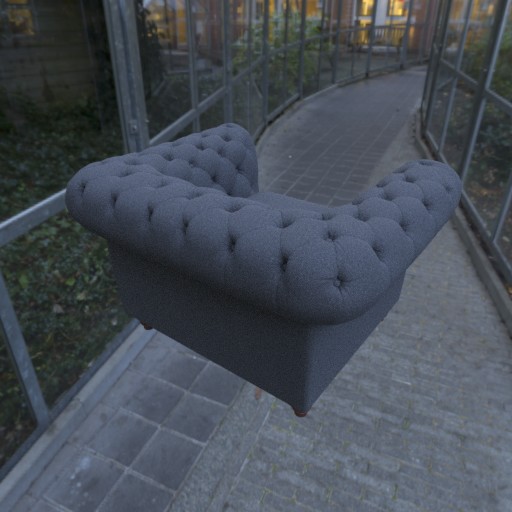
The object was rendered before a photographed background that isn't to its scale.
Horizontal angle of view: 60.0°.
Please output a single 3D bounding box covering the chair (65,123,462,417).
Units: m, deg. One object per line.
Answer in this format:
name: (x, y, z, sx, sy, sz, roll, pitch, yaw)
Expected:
chair: (0.000, 0.000, 1.807, 1.270, 0.770, 0.976, 20, 35, 32)
